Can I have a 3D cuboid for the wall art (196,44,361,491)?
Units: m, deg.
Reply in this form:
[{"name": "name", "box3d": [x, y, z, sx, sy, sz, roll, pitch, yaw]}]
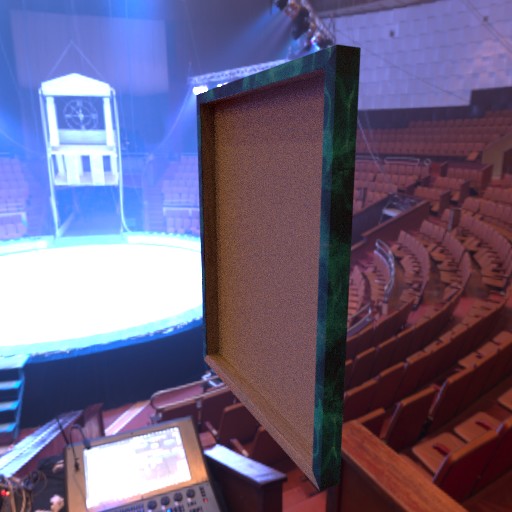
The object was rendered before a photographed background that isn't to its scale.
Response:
[{"name": "wall art", "box3d": [0.000, 0.000, 0.839, 0.038, 0.635, 0.508, -6, 14, -26]}]
